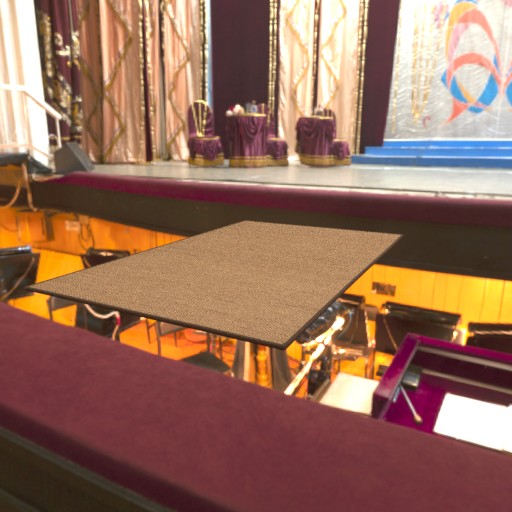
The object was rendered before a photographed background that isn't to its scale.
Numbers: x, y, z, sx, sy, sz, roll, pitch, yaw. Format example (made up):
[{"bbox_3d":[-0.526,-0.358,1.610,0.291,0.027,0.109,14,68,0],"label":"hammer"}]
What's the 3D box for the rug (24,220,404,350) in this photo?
[{"bbox_3d":[0.000,0.000,2.110,1.067,0.013,1.676,7,16,27],"label":"rug"}]
